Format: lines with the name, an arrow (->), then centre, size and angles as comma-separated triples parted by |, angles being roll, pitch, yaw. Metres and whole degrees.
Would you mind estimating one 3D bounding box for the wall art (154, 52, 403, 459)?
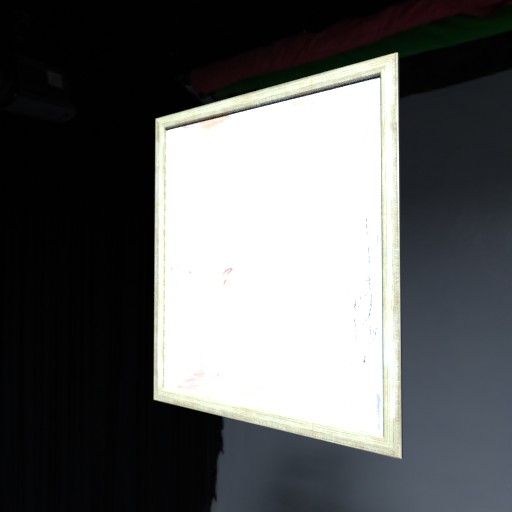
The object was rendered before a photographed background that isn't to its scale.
wall art -> 0.000, 0.000, 0.748 | 0.483, 0.559, 0.009 | -1, -2, 34
